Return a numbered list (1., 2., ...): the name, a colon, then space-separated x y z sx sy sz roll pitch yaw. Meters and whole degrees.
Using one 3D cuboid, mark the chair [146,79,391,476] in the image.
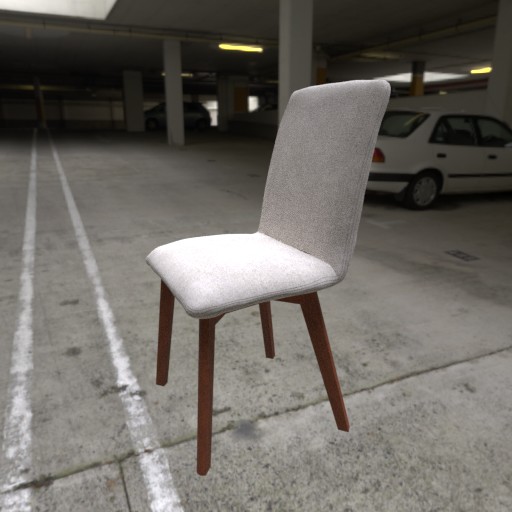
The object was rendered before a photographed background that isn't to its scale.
1. chair: 0.000 0.000 1.308 0.563 0.974 0.522 -7 17 -24
